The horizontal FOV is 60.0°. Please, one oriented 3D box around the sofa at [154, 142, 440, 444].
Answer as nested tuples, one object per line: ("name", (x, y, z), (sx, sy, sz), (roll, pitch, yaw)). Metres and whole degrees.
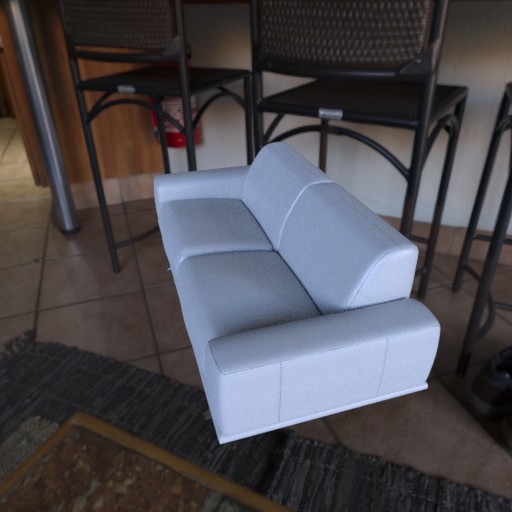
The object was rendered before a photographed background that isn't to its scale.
("sofa", (0.000, 0.000, 2.377), (0.900, 0.772, 1.901), (-9, 32, -15))
